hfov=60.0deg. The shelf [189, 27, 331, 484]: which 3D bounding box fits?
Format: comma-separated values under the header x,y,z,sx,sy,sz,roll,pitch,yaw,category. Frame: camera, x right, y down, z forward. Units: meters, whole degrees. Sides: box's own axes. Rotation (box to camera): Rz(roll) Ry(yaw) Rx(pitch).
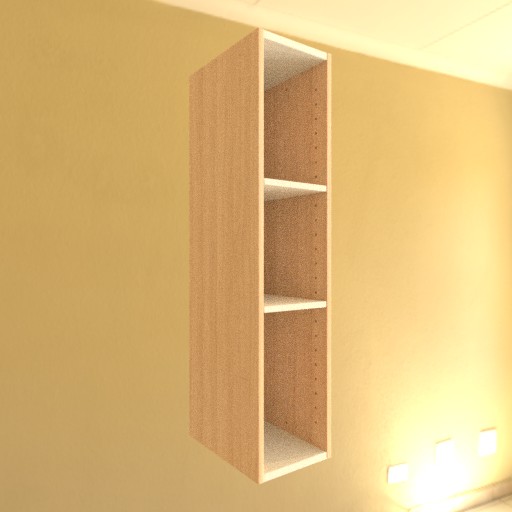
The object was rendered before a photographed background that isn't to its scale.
x,y,z,sx,sy,sz,roll,pitch,yaw,category
0.000,0.000,1.029,0.197,0.882,0.290,0,0,-36,shelf
